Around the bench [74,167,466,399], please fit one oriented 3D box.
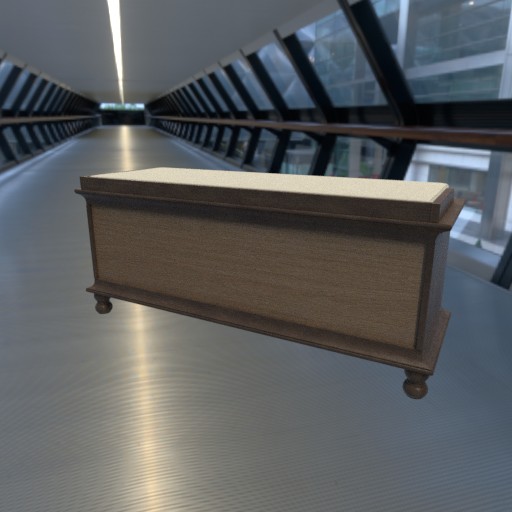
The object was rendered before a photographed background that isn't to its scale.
[{"bbox_3d":[0.000,0.000,1.456,1.185,0.501,0.402,9,19,27],"label":"bench"}]
